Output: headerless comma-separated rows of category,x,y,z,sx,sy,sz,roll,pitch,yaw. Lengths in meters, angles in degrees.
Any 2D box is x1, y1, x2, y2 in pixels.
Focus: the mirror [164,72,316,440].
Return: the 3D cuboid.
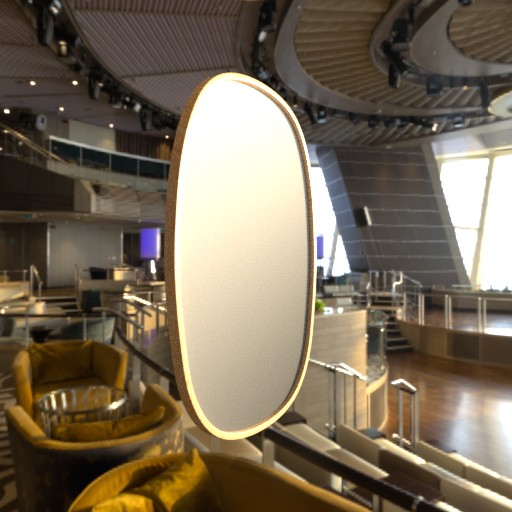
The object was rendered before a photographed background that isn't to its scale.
mirror,0.000,0.000,1.374,0.037,1.075,0.724,0,-1,36
